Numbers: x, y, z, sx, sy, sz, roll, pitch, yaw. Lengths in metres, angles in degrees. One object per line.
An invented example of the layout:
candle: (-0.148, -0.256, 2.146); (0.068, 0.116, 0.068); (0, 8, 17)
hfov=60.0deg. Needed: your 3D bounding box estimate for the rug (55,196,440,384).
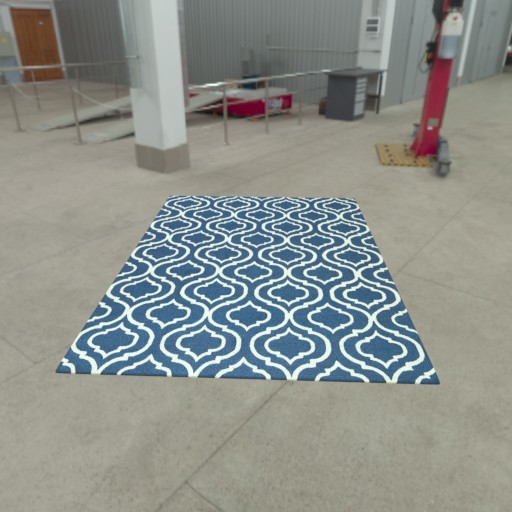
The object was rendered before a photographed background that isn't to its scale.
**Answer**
rug: (0.000, 0.000, 2.694); (1.524, 0.010, 2.134); (1, 27, 2)
